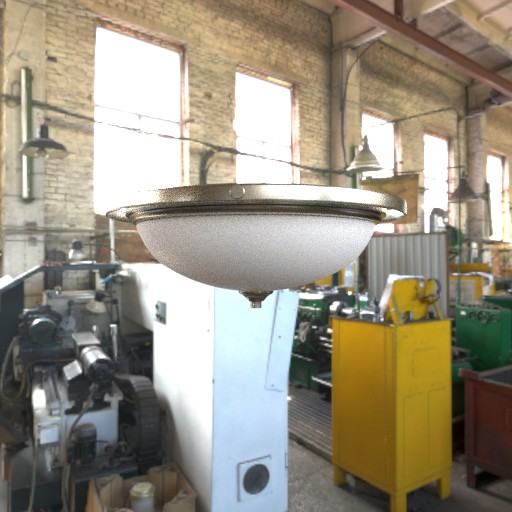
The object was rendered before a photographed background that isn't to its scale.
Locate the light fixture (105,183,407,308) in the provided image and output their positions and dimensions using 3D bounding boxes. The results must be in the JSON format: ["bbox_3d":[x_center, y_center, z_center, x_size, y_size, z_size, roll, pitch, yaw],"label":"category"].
[{"bbox_3d":[0.000,0.000,0.560,0.361,0.130,0.361,0,-1,0],"label":"light fixture"}]
